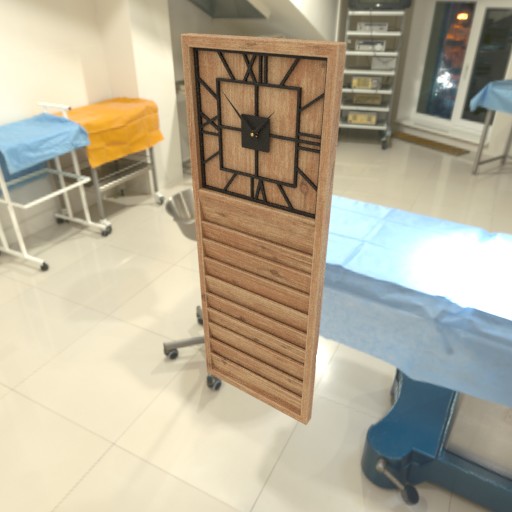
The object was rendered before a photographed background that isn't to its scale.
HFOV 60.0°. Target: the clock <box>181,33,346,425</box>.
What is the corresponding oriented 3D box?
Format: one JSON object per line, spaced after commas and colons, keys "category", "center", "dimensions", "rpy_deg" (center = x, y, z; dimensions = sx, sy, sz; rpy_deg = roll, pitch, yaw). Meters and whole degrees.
{"category": "clock", "center": [0.000, 0.000, 1.089], "dimensions": [0.361, 0.965, 0.030], "rpy_deg": [19, 36, 29]}
